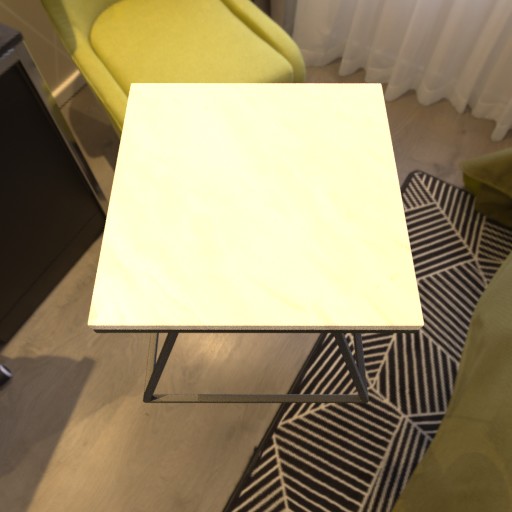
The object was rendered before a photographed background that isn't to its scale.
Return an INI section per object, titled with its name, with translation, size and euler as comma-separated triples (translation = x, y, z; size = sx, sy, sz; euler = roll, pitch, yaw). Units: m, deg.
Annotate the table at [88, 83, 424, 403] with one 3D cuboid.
[table]
translation = 0.000, 0.000, 0.816
size = 0.455, 0.431, 0.455
euler = 0, 63, 0
